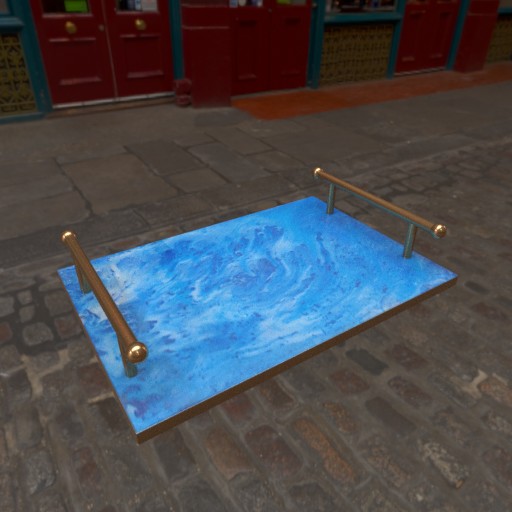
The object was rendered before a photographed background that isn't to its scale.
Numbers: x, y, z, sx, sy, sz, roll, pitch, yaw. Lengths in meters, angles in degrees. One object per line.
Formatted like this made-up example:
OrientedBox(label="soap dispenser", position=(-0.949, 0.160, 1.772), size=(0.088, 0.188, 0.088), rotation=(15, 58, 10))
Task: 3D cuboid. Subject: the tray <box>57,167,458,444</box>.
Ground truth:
OrientedBox(label="tray", position=(0.000, 0.000, 0.578), size=(0.444, 0.084, 0.304), rotation=(-19, 37, -28))
